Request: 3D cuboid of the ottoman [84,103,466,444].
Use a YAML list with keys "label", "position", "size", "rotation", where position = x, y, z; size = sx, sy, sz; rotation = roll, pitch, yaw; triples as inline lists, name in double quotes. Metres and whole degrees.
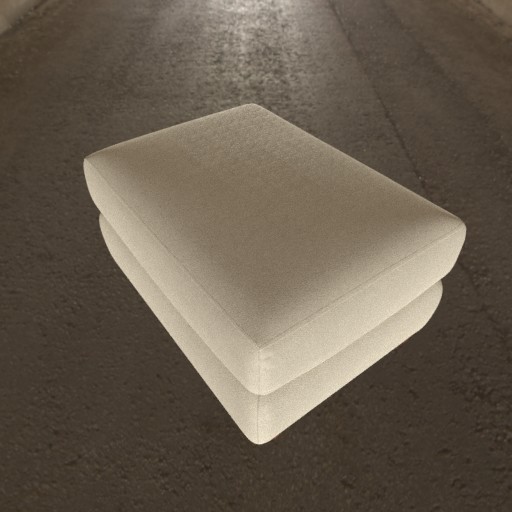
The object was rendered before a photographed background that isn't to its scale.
- label: "ottoman"
  position: [0.000, 0.000, 1.143]
  size: [0.569, 0.499, 0.773]
  rotation: [-26, 48, -26]
